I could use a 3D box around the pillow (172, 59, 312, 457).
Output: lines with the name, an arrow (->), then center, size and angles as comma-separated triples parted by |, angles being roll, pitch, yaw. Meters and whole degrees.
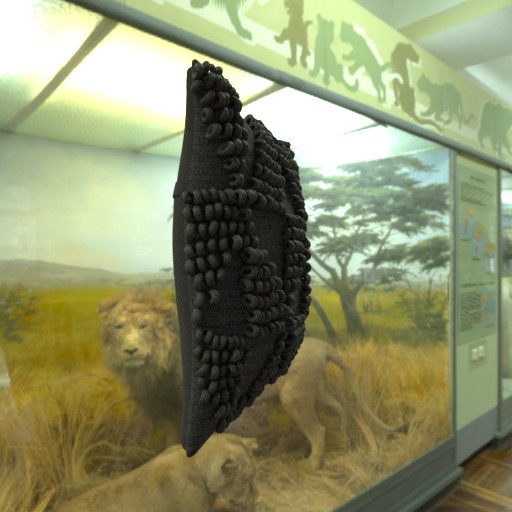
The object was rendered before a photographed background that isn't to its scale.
pillow -> 0.000, 0.000, 0.730 | 0.172, 0.467, 0.470 | 0, 0, 17
